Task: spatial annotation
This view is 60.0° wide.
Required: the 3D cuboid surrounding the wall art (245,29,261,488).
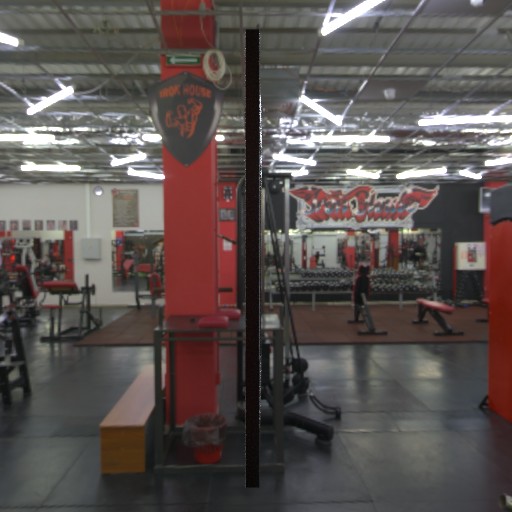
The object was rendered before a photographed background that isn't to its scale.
[{"bbox_3d":[0.000,0.000,0.652,0.014,0.445,0.446,0,1,1],"label":"wall art"}]
